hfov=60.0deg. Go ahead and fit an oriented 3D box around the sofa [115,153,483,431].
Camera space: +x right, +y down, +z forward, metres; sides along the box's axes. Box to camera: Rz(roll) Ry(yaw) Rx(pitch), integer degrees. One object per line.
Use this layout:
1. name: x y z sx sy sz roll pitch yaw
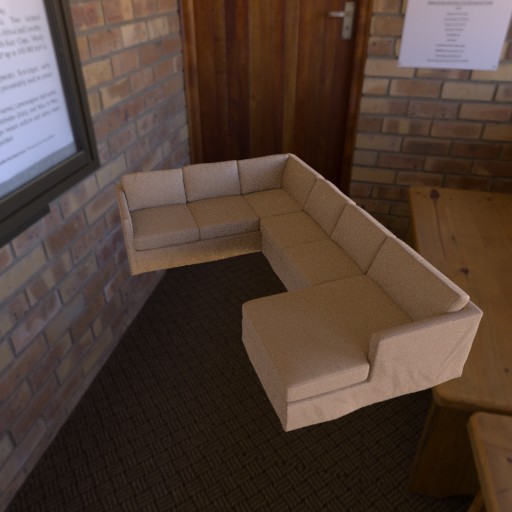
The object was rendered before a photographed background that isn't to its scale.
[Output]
1. sofa: 0.000 0.000 4.464 2.427 0.882 3.460 -11 34 -16
